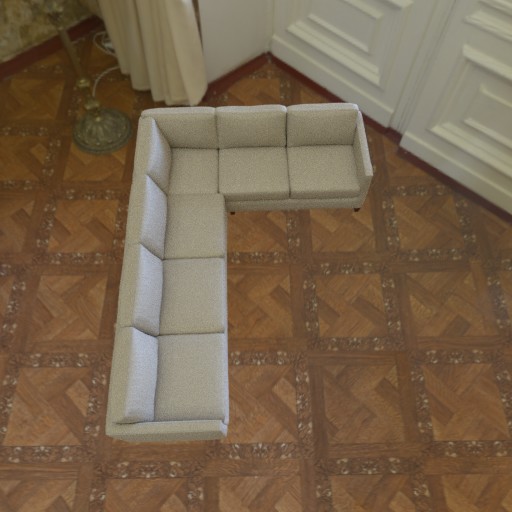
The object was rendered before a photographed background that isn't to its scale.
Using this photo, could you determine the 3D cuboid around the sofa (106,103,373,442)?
[{"bbox_3d":[0.000,0.000,4.407,2.522,0.934,3.333,-2,64,-1],"label":"sofa"}]
